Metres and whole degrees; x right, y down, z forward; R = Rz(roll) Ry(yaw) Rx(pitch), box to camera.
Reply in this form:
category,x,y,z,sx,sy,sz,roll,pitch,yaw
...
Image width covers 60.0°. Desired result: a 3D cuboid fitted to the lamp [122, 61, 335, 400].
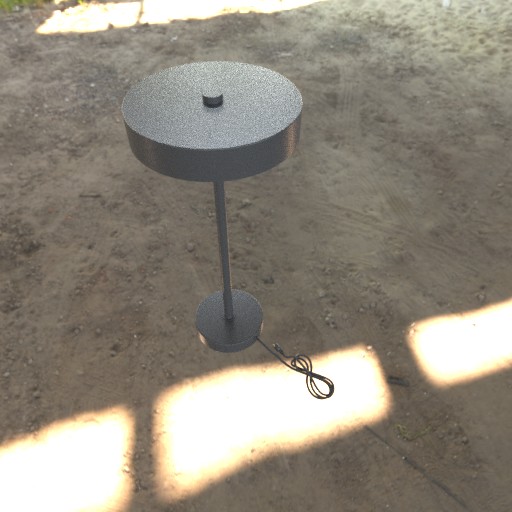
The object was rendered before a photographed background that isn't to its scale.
category,x,y,z,sx,sy,sz,roll,pitch,yaw
lamp,0.000,0.000,0.714,0.369,0.508,0.229,30,54,25
